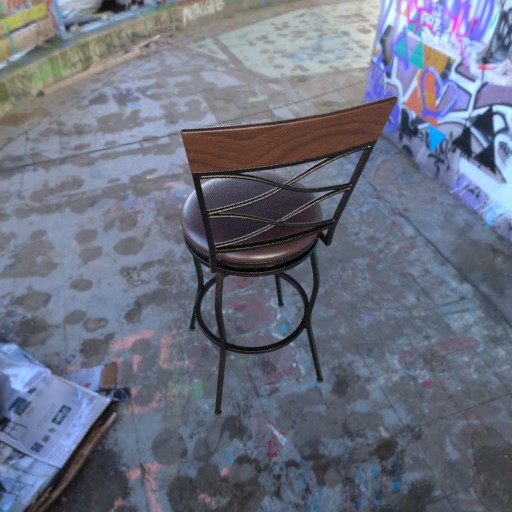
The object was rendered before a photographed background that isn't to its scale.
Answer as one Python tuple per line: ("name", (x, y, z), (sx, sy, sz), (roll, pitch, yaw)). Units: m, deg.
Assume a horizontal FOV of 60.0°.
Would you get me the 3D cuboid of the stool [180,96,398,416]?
("stool", (0.000, 0.000, 1.386), (0.448, 1.130, 0.513), (-13, 44, -14))
